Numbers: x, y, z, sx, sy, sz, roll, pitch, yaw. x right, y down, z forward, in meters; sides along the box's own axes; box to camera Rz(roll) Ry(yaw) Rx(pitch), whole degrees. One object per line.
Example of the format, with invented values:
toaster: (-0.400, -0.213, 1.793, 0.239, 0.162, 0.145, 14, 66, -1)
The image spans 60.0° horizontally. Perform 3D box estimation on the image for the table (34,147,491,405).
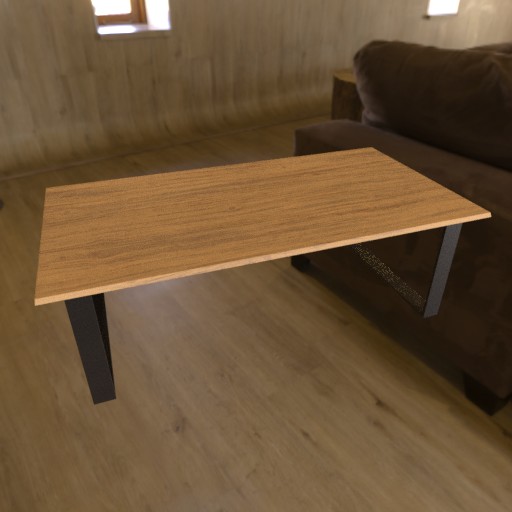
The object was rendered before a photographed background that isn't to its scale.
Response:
table: (0.000, 0.000, 1.597, 1.331, 0.445, 0.693, -11, 33, -17)
